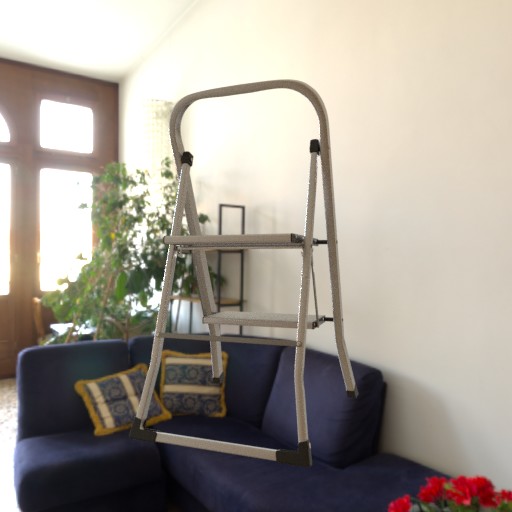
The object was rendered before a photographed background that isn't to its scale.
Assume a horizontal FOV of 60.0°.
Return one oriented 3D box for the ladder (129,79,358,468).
[{"bbox_3d":[0.000,0.000,1.172,0.465,0.830,0.530,0,-1,20],"label":"ladder"}]
